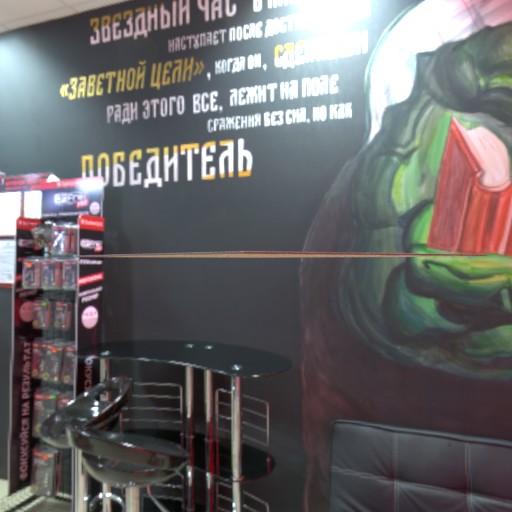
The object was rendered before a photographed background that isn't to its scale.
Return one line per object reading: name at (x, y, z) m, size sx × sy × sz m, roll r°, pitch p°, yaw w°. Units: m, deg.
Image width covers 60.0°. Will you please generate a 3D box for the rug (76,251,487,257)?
rug at (0.000, 0.000, 3.891) m, size 2.288 × 0.018 × 2.895 m, roll 0°, pitch -1°, yaw -37°
